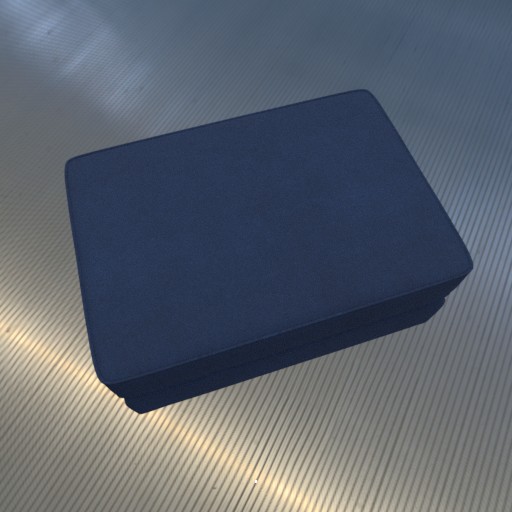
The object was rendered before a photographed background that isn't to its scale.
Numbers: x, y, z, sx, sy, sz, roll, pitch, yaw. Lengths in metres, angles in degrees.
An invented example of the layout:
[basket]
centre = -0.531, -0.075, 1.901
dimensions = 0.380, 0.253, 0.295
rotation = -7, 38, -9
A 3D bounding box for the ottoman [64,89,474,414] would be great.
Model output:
[ottoman]
centre = 0.000, 0.000, 1.402
dimensions = 0.965, 0.584, 0.686
rotation = -16, 64, -8
